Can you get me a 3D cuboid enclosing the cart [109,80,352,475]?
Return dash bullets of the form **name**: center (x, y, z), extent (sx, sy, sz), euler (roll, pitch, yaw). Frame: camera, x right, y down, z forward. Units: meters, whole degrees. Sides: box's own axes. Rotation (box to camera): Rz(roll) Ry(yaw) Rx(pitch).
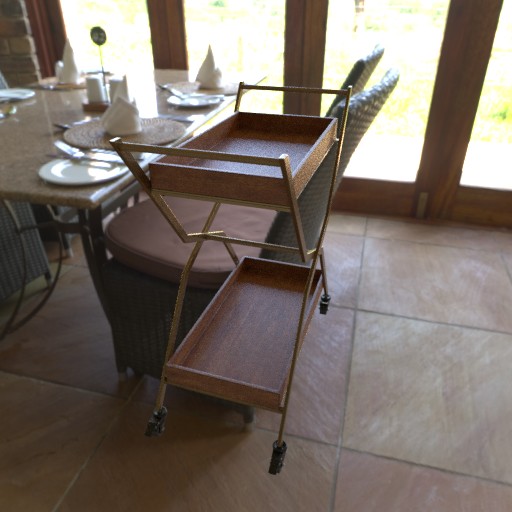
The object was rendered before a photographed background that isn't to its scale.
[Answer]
- **cart**: center (0.000, 0.000, 1.346), extent (0.405, 0.869, 0.836), euler (9, 31, 16)
